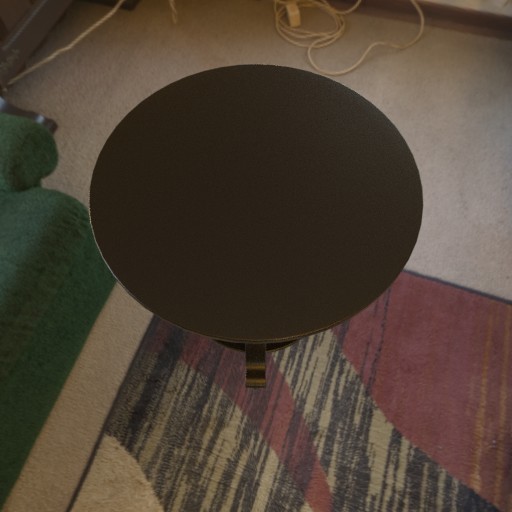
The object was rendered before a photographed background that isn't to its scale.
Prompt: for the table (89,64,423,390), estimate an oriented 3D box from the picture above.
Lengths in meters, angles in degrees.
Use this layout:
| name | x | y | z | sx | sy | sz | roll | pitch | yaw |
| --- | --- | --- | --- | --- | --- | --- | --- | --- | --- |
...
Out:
| name | x | y | z | sx | sy | sz | roll | pitch | yaw |
| --- | --- | --- | --- | --- | --- | --- | --- | --- | --- |
| table | 0.000 | 0.000 | 1.075 | 0.597 | 0.618 | 0.597 | 0 | 63 | 0 |
